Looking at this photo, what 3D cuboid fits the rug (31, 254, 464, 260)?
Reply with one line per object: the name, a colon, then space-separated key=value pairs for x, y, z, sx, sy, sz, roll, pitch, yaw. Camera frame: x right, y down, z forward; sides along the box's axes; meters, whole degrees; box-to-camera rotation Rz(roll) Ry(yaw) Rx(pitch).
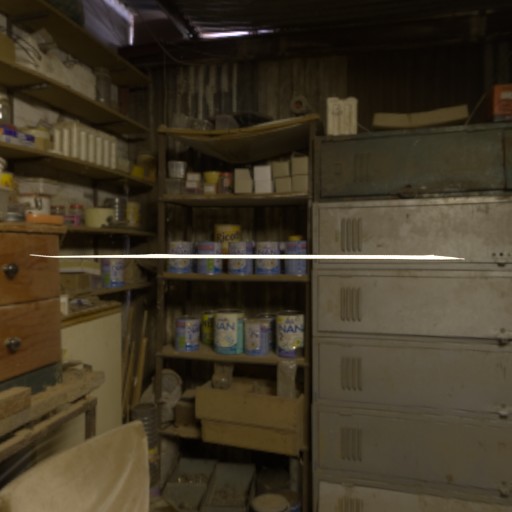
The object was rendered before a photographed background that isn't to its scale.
rug: x=0.000 y=0.000 z=3.068 sx=2.434 sy=0.023 sz=1.518 roll=0 pitch=1 yaw=17
